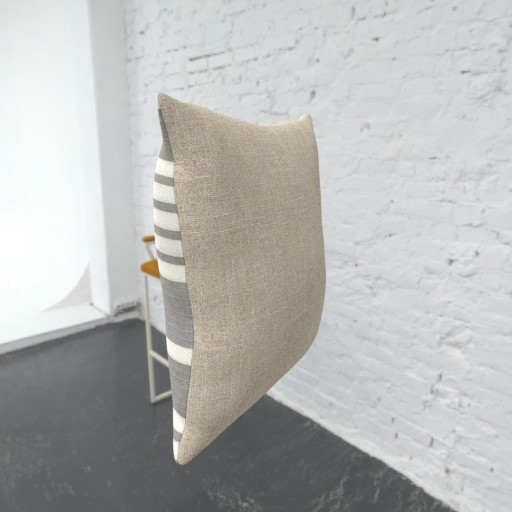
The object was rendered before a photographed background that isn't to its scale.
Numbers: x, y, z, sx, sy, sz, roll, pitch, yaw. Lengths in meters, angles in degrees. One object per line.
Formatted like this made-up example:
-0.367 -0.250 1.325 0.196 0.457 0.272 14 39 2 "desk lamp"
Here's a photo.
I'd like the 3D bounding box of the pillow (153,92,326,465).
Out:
0.000 0.000 0.675 0.182 0.440 0.439 7 15 26 "pillow"
